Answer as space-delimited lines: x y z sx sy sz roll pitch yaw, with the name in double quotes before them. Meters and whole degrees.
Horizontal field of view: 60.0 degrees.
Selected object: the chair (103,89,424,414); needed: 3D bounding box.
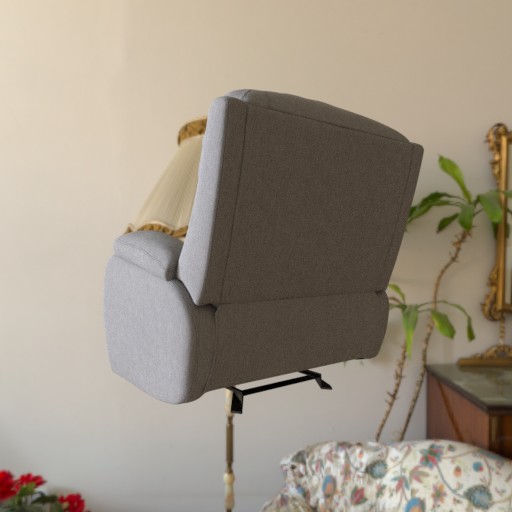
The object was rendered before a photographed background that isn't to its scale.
"chair" 0.000 0.000 1.705 0.930 1.011 0.899 0 1 -37
